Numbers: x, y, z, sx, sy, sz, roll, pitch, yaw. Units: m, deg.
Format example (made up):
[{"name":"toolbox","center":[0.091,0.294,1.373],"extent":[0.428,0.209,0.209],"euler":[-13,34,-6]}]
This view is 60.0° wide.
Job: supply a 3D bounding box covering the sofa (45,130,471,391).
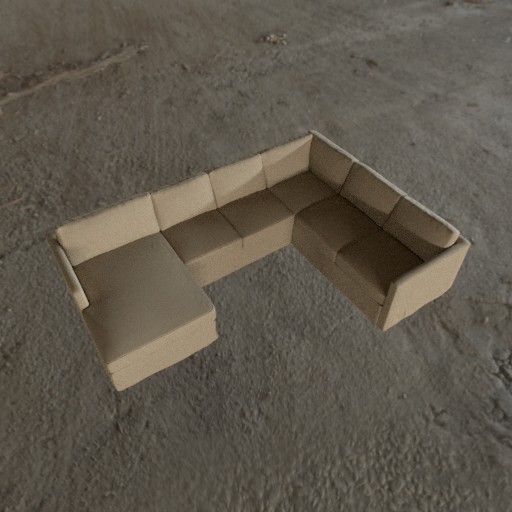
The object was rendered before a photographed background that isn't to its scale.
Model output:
[{"name":"sofa","center":[0.000,0.000,4.564],"extent":[3.528,0.878,2.476],"euler":[-25,51,-22]}]
